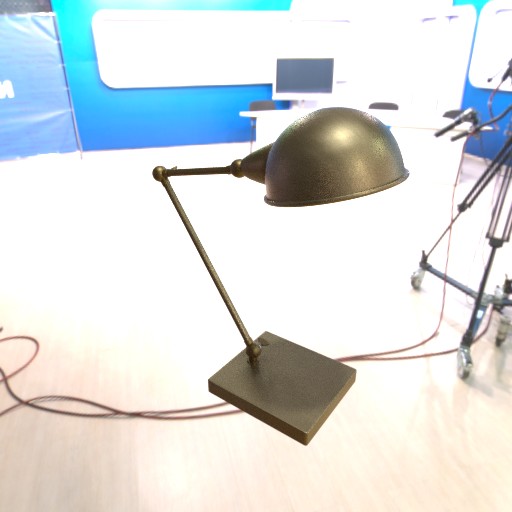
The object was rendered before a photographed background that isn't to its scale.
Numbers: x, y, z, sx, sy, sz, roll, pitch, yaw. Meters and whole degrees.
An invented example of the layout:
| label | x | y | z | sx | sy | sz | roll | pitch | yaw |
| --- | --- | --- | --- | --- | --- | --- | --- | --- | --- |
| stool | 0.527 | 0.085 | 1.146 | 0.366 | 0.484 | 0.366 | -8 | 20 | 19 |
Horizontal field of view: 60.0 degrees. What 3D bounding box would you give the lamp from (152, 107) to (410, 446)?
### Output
| label | x | y | z | sx | sy | sz | roll | pitch | yaw |
| --- | --- | --- | --- | --- | --- | --- | --- | --- | --- |
| lamp | 0.000 | 0.000 | 0.553 | 0.339 | 0.371 | 0.149 | 18 | 32 | 32 |
